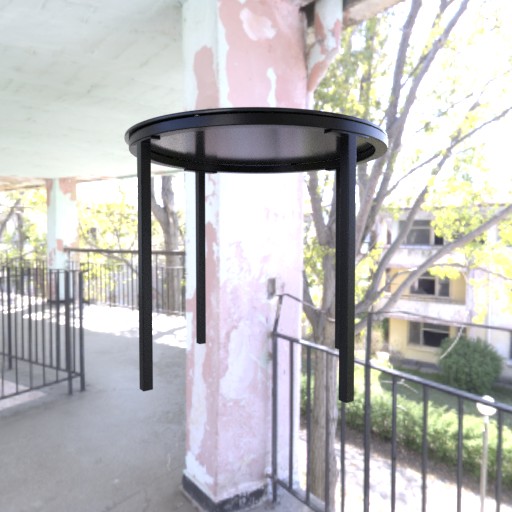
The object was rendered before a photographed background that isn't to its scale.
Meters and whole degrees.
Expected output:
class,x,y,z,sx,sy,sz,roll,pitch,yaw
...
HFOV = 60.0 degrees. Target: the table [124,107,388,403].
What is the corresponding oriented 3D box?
class,x,y,z,sx,sy,sz,roll,pitch,yaw
table,0.000,0.000,0.885,0.499,0.443,0.499,0,2,0
